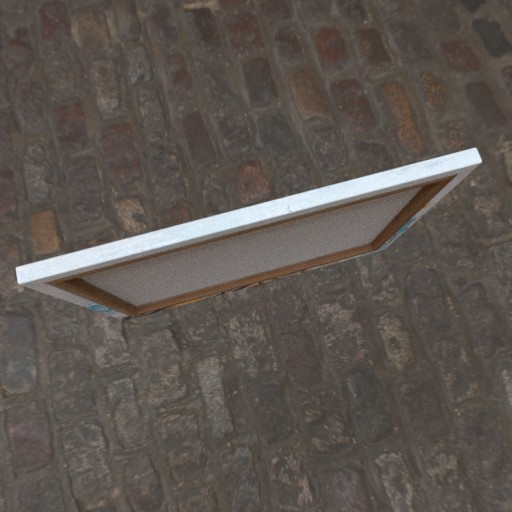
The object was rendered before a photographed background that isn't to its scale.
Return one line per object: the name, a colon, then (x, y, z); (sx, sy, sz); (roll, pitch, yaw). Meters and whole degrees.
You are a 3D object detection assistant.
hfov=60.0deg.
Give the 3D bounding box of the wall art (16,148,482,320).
wall art: (0.000, 0.000, 1.306); (1.016, 0.762, 0.038); (-15, 77, -4)
